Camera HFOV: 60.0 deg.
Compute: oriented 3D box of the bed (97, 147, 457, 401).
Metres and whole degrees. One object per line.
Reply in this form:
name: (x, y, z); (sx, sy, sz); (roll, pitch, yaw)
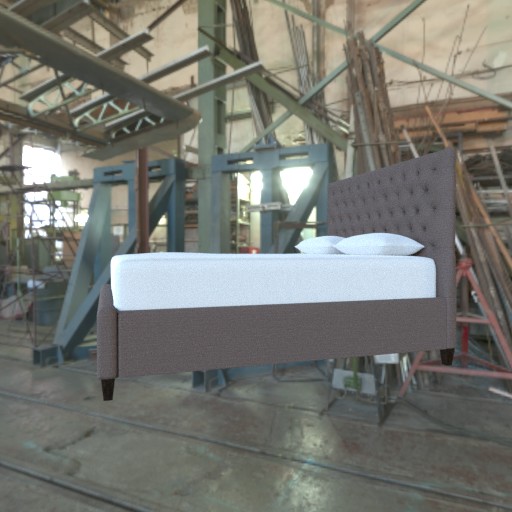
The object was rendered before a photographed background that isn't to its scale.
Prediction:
bed: (0.000, 0.000, 3.335); (2.233, 1.426, 1.696); (0, 1, -19)
